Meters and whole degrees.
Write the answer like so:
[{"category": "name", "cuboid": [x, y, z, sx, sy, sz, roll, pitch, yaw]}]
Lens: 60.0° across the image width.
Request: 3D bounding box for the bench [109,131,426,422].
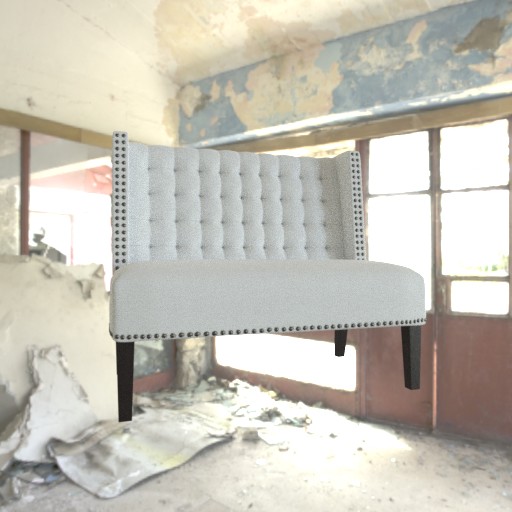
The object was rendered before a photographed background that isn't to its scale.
[{"category": "bench", "cuboid": [0.000, 0.000, 2.034, 1.280, 1.123, 0.847, 0, 0, -18]}]
